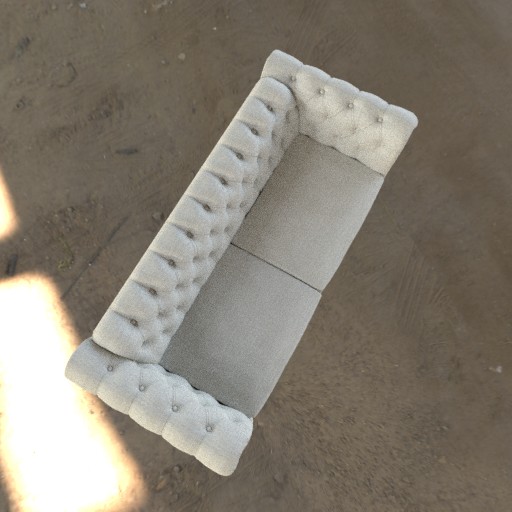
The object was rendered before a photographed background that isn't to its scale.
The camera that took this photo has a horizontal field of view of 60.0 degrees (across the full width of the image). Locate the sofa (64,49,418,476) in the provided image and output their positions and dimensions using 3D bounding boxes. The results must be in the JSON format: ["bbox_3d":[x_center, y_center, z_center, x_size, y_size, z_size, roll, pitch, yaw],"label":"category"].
[{"bbox_3d":[0.000,0.000,2.243,0.783,0.797,1.798,28,76,8],"label":"sofa"}]
